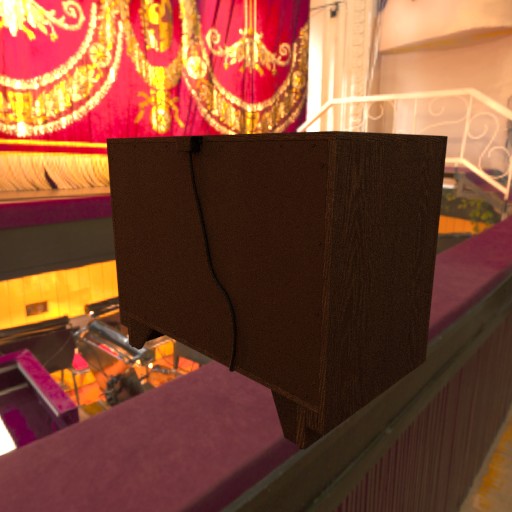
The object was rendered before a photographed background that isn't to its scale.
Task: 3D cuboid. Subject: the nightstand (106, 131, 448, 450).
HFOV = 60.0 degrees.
[{"bbox_3d":[0.000,0.000,1.181,0.457,0.612,0.775,-13,19,-43],"label":"nightstand"}]
